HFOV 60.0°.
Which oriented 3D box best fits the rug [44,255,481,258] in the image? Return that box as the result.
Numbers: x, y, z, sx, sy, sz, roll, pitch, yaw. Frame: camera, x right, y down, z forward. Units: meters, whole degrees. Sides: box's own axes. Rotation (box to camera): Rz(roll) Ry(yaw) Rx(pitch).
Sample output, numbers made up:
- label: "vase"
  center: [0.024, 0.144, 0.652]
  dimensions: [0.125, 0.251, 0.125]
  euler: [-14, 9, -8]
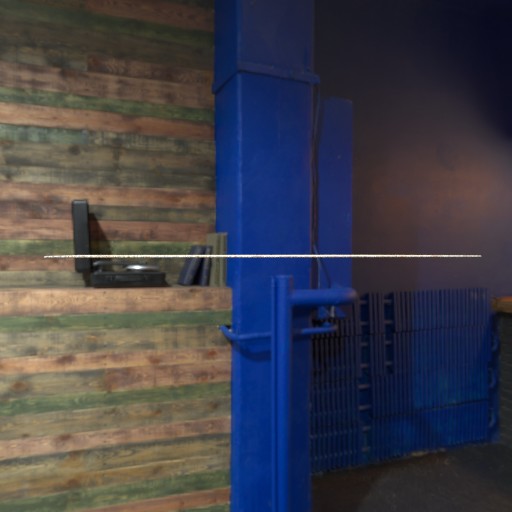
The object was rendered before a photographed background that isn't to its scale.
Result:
- label: "rug"
  center: [0.000, 0.000, 3.070]
  dimensions: [2.446, 0.009, 1.529]
  euler: [0, 0, -16]
